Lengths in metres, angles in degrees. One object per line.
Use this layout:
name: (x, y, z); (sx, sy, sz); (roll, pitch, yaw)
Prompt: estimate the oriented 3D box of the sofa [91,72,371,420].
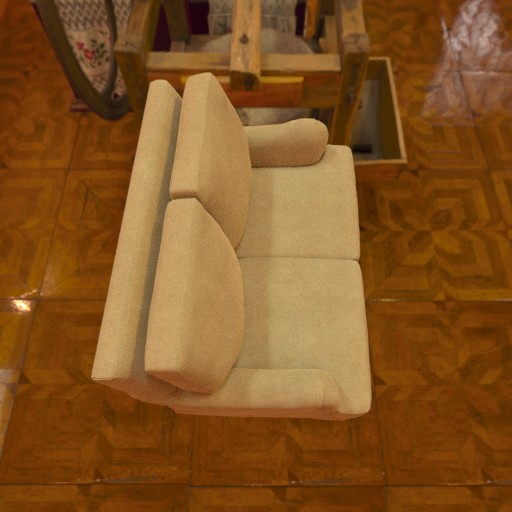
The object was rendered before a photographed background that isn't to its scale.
sofa: (0.000, 0.000, 2.218); (1.086, 1.087, 1.498); (2, 63, 1)
